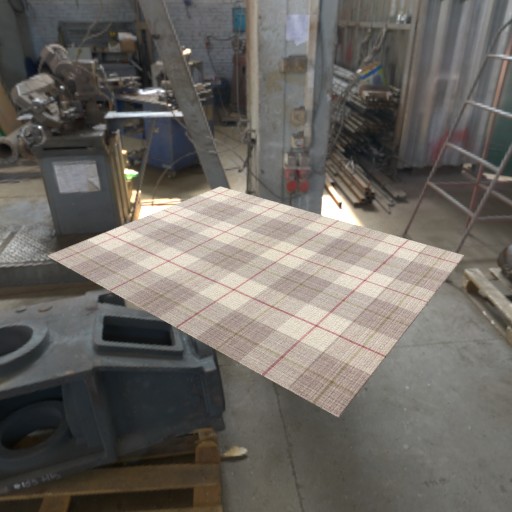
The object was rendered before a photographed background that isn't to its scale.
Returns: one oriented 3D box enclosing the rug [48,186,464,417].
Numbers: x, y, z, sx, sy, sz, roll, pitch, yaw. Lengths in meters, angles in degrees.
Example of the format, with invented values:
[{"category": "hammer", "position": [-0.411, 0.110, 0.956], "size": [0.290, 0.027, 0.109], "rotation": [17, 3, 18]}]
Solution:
[{"category": "rug", "position": [0.000, 0.000, 4.003], "size": [2.959, 0.016, 2.317], "rotation": [21, 35, 33]}]
